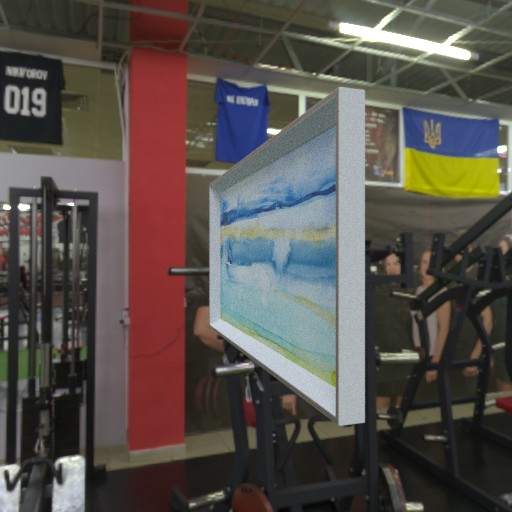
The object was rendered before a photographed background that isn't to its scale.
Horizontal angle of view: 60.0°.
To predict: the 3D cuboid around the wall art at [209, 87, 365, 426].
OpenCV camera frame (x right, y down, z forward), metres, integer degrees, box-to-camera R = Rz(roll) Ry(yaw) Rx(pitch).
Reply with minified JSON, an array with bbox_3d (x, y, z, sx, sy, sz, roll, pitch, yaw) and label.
[{"bbox_3d":[0.000,0.000,0.955,0.038,0.431,0.812,0,0,-18],"label":"wall art"}]
